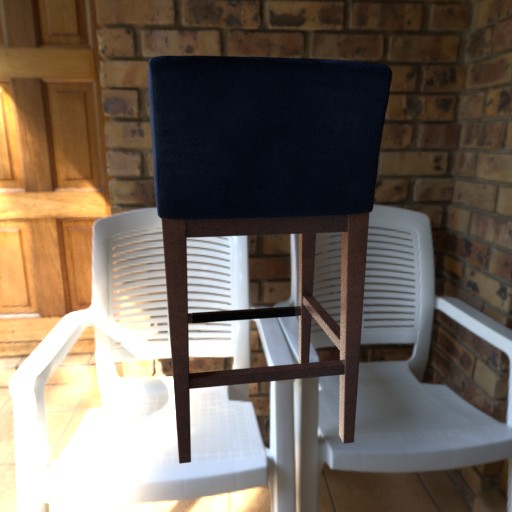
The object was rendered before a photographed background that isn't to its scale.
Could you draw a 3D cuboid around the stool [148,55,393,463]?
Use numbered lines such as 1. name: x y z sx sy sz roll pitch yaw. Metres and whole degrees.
1. stool: 0.000 0.000 1.223 0.511 0.945 0.516 -3 15 -10
